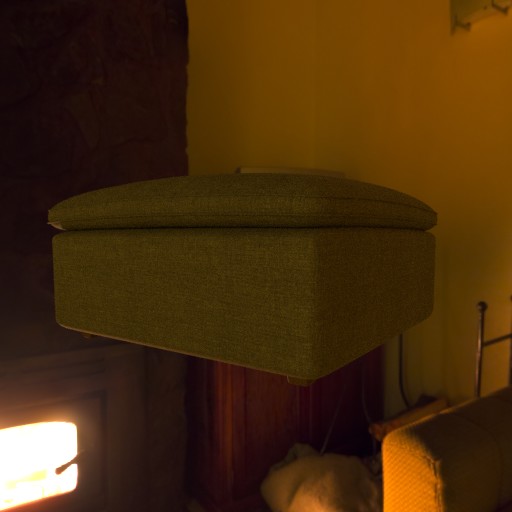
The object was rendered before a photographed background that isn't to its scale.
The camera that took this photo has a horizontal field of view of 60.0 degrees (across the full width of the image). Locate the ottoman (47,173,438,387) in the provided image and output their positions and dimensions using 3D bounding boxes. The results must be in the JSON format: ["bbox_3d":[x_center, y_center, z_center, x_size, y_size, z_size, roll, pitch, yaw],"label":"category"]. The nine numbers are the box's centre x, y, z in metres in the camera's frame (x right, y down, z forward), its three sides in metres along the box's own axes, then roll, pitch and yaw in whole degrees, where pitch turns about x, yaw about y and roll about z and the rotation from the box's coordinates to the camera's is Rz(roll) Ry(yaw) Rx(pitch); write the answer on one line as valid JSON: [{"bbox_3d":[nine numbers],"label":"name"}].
[{"bbox_3d":[0.000,0.000,1.653,1.067,0.559,1.067,2,3,36],"label":"ottoman"}]
